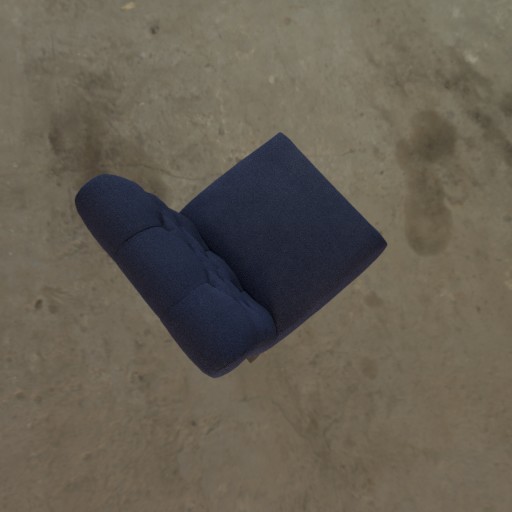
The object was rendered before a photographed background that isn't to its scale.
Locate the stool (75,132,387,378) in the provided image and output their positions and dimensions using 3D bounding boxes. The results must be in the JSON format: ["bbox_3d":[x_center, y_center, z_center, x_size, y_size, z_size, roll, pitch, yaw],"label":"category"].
[{"bbox_3d":[0.000,0.000,1.345,0.601,1.010,0.493,-39,78,-10],"label":"stool"}]
